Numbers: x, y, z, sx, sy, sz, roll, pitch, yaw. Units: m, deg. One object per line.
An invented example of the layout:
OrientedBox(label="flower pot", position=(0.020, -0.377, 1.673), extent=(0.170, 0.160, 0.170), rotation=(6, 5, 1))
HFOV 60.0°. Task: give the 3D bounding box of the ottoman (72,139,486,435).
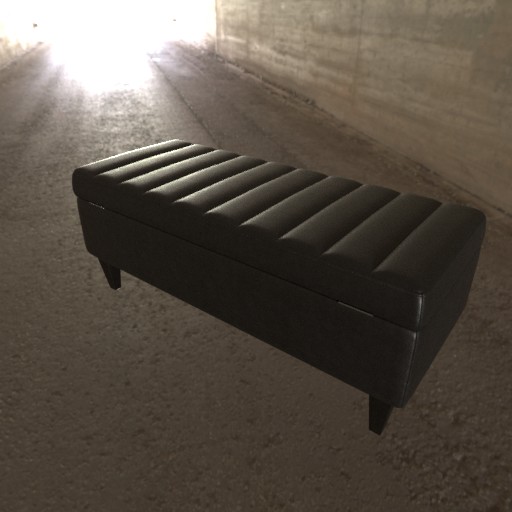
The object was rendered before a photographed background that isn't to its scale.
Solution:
OrientedBox(label="ottoman", position=(0.000, 0.000, 1.367), extent=(1.151, 0.469, 0.482), rotation=(21, 36, 32))
